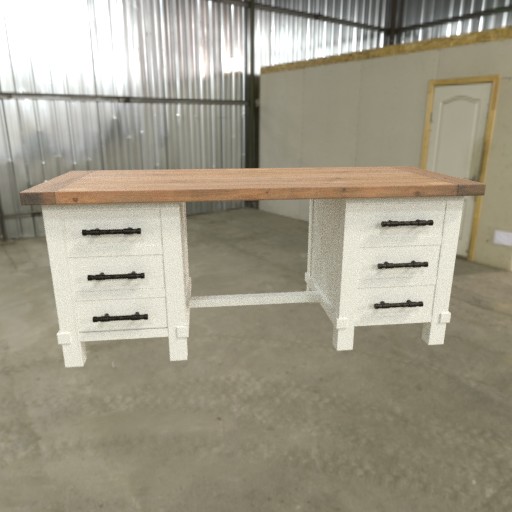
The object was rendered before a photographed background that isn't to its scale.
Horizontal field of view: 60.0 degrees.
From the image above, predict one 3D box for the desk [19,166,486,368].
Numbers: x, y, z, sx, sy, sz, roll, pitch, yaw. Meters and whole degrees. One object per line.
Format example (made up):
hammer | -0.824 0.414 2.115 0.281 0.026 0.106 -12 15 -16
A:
desk | 0.000 0.000 2.141 1.803 0.760 0.688 -2 18 -7
